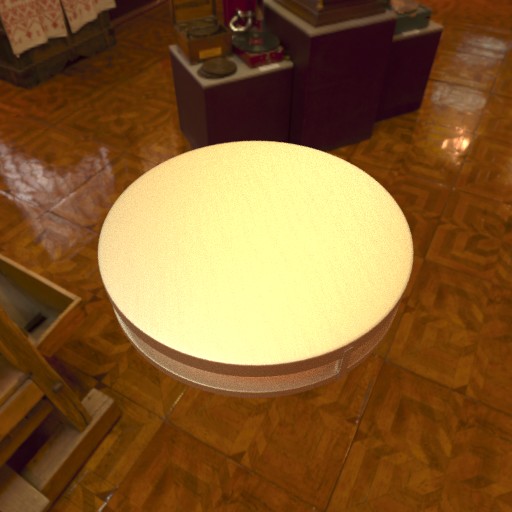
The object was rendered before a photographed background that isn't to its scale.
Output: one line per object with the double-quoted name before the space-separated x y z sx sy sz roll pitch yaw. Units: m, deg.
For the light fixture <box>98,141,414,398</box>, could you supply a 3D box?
"light fixture" 0.000 0.000 0.547 0.356 0.102 0.356 0 47 0
